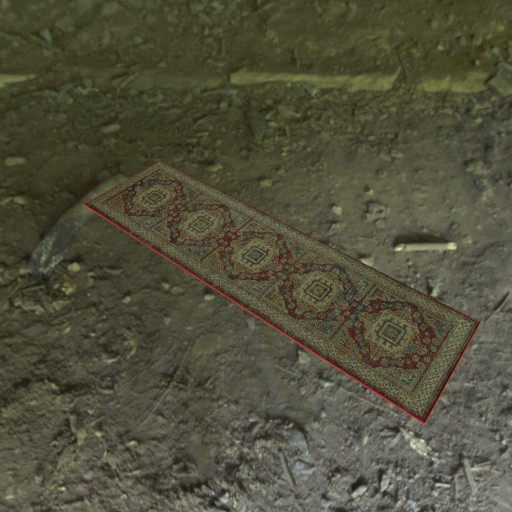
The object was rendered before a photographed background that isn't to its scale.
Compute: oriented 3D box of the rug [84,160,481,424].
[{"bbox_3d":[0.000,0.000,2.495,2.292,0.015,0.659,30,52,26],"label":"rug"}]
